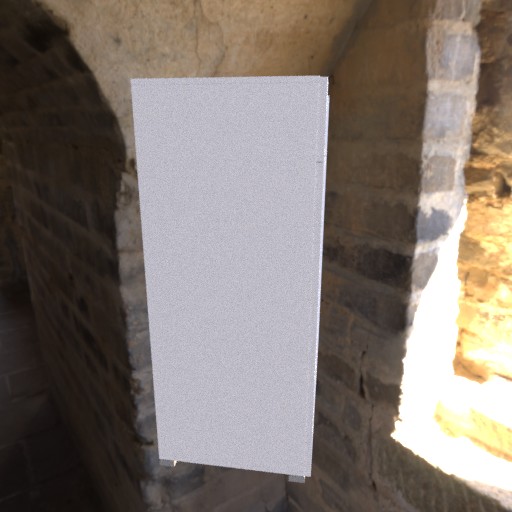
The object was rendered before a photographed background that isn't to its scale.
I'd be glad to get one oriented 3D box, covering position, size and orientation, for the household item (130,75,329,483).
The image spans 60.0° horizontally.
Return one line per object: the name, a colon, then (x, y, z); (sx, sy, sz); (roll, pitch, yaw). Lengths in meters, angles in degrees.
household item: (0.000, 0.000, 1.439); (0.420, 1.010, 0.790); (3, 17, 9)
